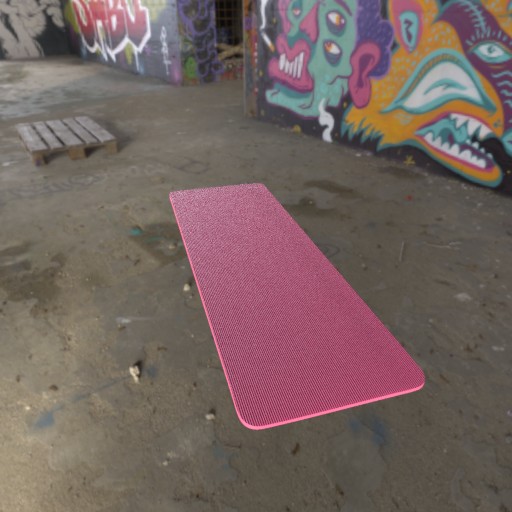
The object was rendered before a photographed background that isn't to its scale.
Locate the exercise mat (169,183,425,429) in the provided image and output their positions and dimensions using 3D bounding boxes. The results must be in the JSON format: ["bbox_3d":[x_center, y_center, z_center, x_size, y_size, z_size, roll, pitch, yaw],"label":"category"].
[{"bbox_3d":[0.000,0.000,2.098,0.616,0.021,1.884,-8,31,-14],"label":"exercise mat"}]
